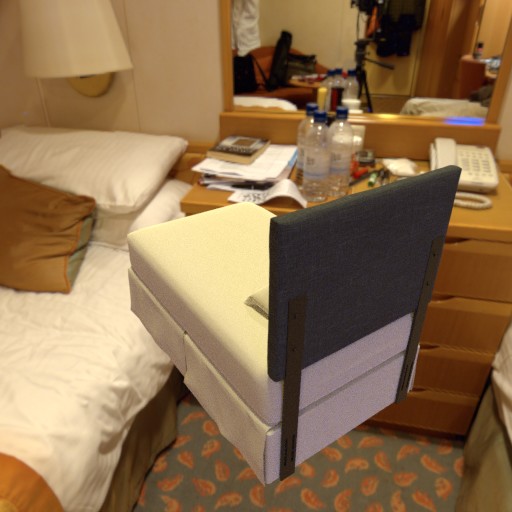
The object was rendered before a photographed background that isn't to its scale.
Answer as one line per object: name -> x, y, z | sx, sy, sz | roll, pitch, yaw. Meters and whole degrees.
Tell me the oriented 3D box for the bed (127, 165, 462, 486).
bed -> 0.000, 0.000, 2.989 | 1.261, 1.571, 1.997 | -19, 35, -29
